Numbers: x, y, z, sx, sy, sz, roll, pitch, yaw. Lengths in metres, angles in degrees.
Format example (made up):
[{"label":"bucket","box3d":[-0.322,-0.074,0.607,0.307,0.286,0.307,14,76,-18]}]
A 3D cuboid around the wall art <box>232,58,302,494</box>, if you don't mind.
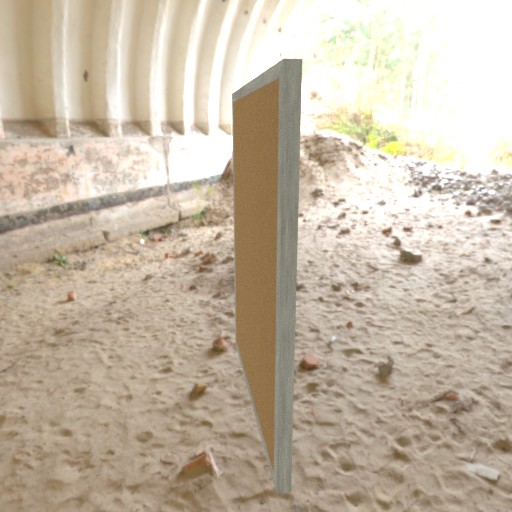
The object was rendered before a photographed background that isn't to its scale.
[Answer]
[{"label":"wall art","box3d":[0.000,0.000,0.791,0.022,0.582,0.479,-3,16,-9]}]
